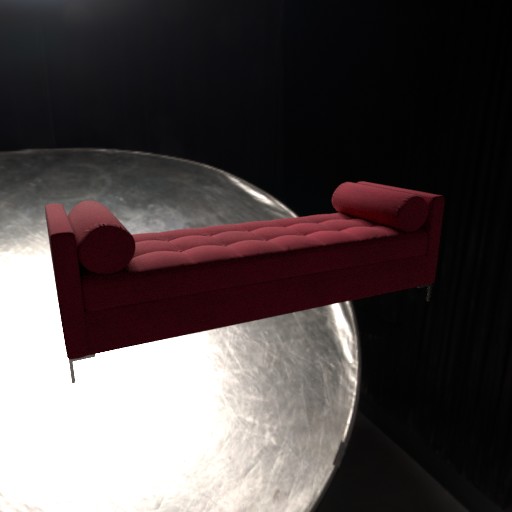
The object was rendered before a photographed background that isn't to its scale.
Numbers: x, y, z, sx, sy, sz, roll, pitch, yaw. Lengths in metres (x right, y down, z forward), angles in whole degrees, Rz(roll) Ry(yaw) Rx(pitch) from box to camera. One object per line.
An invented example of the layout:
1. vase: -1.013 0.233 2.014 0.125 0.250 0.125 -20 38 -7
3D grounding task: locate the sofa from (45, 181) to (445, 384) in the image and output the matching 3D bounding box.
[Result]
1. sofa: 0.000 0.000 2.383 1.981 0.635 0.686 -8 19 -25
